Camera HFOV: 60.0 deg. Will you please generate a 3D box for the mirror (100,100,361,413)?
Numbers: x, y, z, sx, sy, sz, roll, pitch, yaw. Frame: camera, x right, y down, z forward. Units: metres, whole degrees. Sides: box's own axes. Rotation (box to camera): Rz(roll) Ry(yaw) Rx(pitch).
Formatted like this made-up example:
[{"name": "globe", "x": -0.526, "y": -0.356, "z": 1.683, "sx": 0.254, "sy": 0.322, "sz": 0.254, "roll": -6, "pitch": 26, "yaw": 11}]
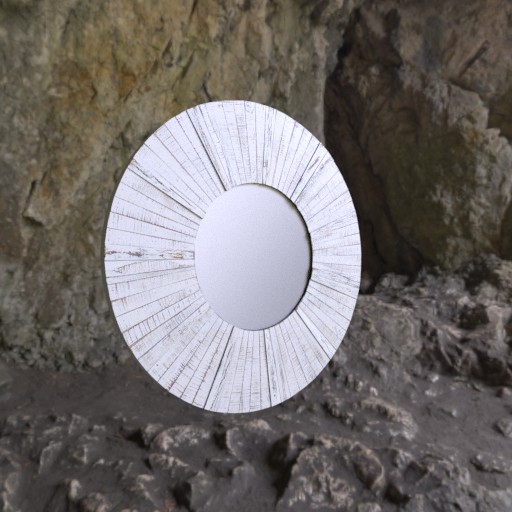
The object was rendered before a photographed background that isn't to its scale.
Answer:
[{"name": "mirror", "x": 0.000, "y": 0.000, "z": 1.335, "sx": 0.914, "sy": 0.914, "sz": 0.038, "roll": 1, "pitch": -1, "yaw": -36}]
